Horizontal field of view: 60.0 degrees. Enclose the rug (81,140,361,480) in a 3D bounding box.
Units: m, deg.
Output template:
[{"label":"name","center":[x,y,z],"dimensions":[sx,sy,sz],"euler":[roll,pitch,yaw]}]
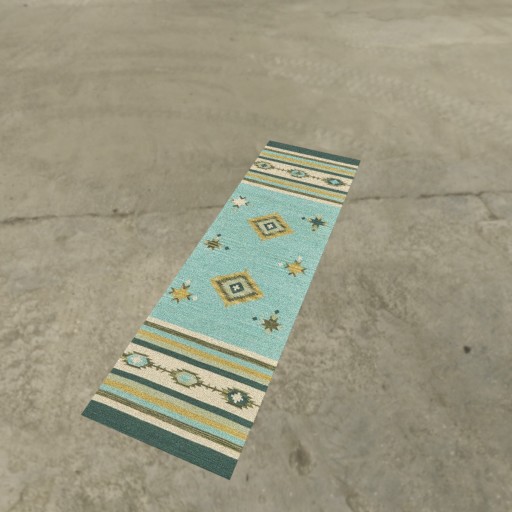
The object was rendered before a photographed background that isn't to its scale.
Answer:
[{"label":"rug","center":[0.000,0.000,2.706],"dimensions":[0.744,0.010,2.441],"euler":[16,49,15]}]
